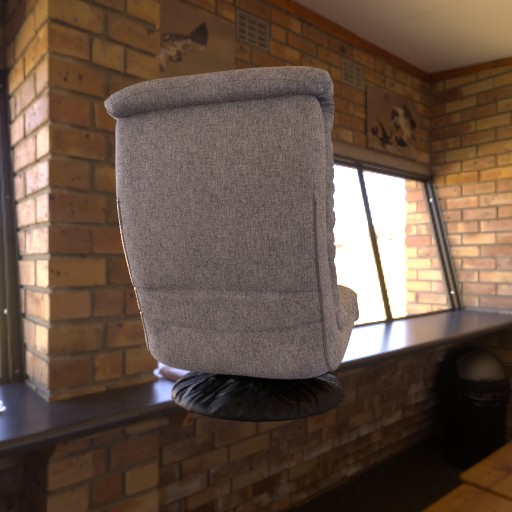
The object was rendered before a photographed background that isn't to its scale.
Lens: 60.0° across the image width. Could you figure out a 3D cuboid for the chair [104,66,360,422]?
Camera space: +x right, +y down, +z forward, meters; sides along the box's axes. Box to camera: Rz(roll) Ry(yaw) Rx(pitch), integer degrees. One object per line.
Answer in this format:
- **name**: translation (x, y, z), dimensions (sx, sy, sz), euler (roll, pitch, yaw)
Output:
- **chair**: translation (0.000, 0.000, 0.966), dimensions (0.400, 0.600, 0.583), euler (0, -1, 18)
